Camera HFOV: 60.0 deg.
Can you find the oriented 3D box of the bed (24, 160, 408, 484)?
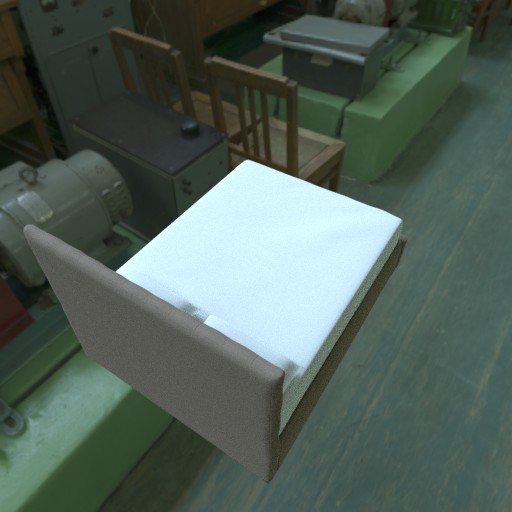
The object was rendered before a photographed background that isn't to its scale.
[{"bbox_3d":[0.000,0.000,3.283,1.696,1.426,2.233,26,52,22],"label":"bed"}]
